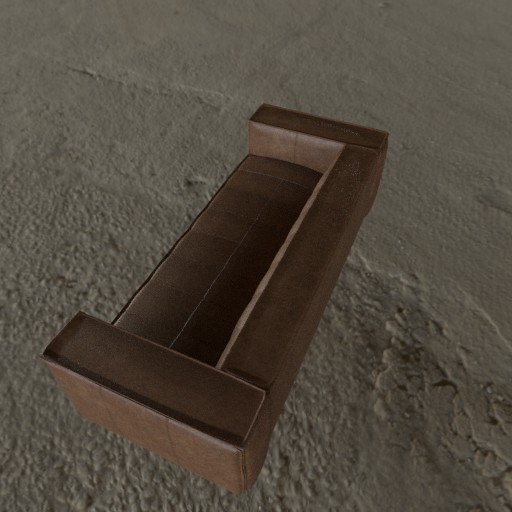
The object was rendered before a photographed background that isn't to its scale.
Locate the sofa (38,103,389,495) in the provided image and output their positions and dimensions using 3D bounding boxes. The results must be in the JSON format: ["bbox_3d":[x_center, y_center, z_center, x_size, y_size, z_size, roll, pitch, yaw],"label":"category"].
[{"bbox_3d":[0.000,0.000,2.901,1.102,0.701,2.581,18,50,16],"label":"sofa"}]
